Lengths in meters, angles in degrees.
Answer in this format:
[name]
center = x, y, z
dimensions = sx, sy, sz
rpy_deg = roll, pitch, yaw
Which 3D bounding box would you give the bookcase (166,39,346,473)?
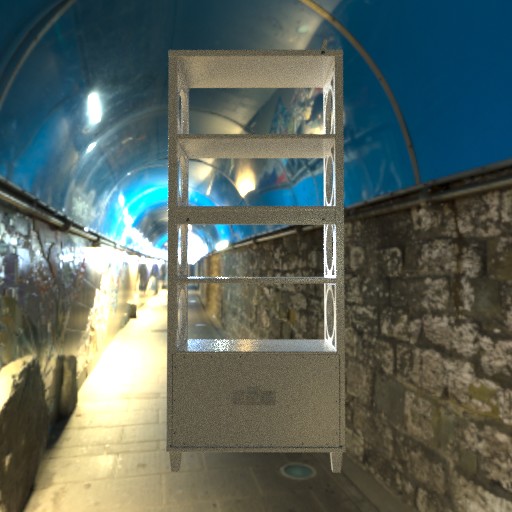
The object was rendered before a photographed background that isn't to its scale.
[bookcase]
center = 0.000, 0.000, 2.071
dimensions = 0.761, 1.869, 0.361
rpy_deg = 0, -2, 0
